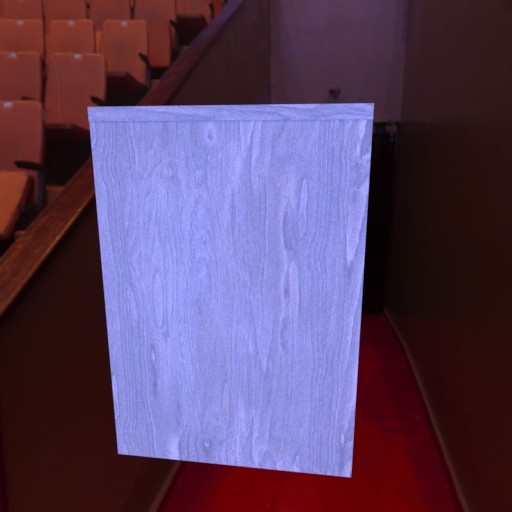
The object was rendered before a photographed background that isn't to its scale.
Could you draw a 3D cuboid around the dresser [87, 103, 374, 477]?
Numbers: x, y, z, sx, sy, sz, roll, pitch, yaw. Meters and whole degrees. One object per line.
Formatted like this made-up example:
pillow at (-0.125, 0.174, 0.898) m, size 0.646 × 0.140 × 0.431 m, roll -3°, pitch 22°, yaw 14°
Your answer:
dresser at (0.000, 0.000, 1.283) m, size 0.529 × 0.762 × 0.809 m, roll 2°, pitch 14°, yaw 8°
